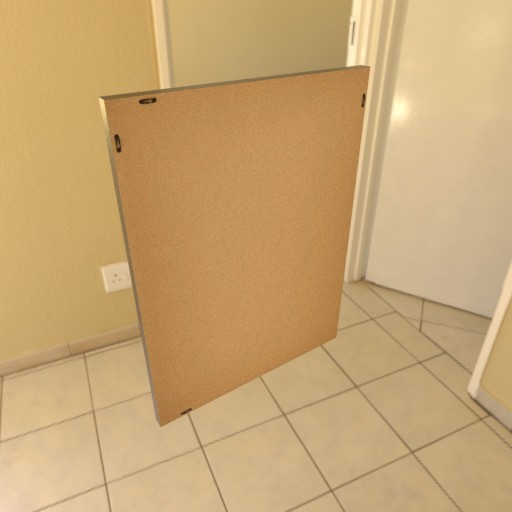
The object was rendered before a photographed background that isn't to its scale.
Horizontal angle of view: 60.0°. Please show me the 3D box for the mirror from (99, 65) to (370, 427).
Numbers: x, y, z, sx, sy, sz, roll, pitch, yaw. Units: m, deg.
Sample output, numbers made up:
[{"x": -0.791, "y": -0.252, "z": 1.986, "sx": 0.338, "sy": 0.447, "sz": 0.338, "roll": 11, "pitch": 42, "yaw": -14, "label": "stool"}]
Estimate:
[{"x": 0.000, "y": 0.000, "z": 1.353, "sx": 0.762, "sy": 1.016, "sz": 0.041, "roll": -19, "pitch": 36, "yaw": -28, "label": "mirror"}]
